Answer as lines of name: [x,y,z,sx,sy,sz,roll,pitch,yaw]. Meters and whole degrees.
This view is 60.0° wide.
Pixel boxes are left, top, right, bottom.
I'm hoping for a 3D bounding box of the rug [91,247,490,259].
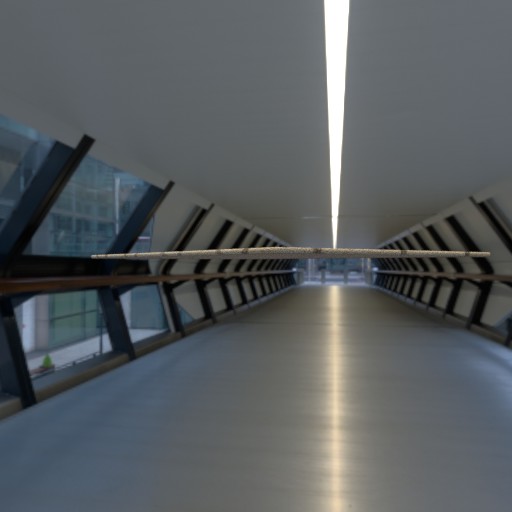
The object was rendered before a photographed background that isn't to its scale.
rug: [0.000,0.000,2.944,1.501,0.024,2.348,1,-1,-36]
